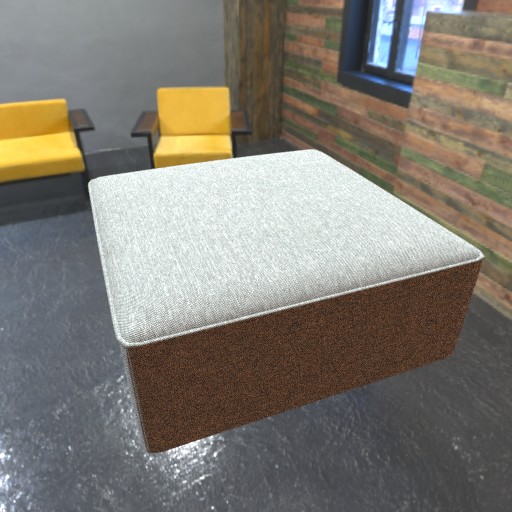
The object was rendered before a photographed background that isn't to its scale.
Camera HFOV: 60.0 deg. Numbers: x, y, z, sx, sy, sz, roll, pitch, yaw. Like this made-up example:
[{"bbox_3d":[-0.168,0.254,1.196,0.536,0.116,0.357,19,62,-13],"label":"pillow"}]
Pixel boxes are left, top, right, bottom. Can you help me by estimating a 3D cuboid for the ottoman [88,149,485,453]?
[{"bbox_3d":[0.000,0.000,1.550,1.005,0.455,1.005,-12,33,-18],"label":"ottoman"}]
